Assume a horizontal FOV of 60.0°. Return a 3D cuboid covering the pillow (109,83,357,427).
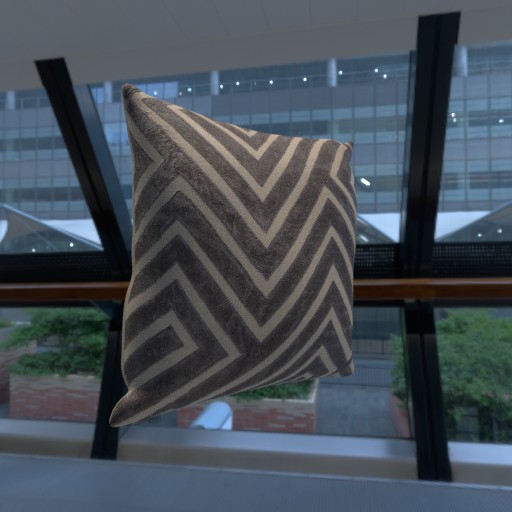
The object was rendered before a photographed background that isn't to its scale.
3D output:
[{"bbox_3d":[0.000,0.000,0.684,0.440,0.441,0.182,1,-2,-35],"label":"pillow"}]
